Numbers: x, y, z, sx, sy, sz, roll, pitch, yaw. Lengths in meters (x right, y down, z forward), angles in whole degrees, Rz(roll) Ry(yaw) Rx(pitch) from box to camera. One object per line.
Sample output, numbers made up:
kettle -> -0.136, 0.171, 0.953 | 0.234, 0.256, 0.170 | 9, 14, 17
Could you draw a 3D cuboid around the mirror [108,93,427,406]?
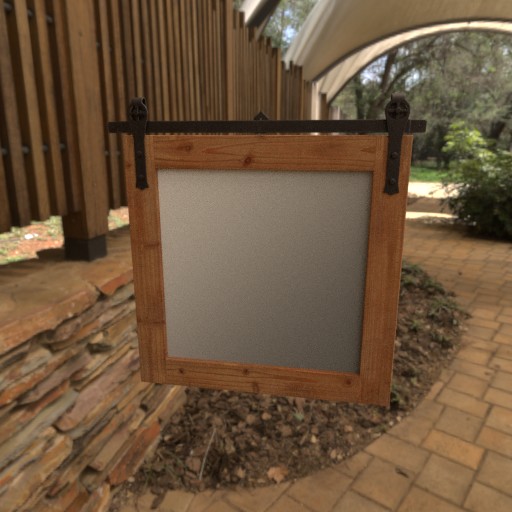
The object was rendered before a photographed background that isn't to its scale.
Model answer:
mirror -> 0.000, 0.000, 1.173 | 0.805, 0.800, 0.054 | 3, 15, 10
